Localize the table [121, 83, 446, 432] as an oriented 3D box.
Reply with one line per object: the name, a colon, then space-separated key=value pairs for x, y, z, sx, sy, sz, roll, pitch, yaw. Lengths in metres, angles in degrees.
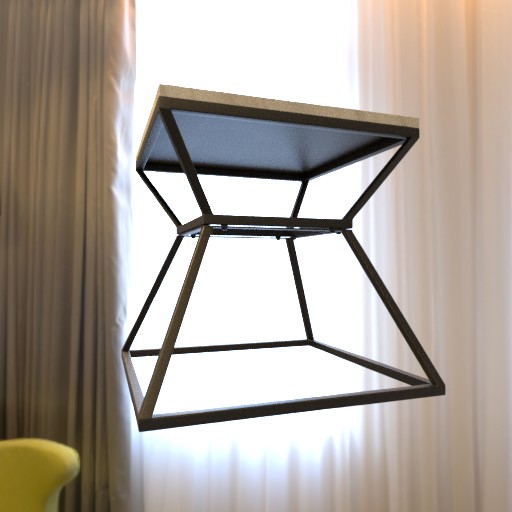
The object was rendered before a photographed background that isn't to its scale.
table: x=0.000 y=0.000 z=0.819 sx=0.455 sy=0.431 sz=0.455 roll=0 pitch=-1 yaw=-19
